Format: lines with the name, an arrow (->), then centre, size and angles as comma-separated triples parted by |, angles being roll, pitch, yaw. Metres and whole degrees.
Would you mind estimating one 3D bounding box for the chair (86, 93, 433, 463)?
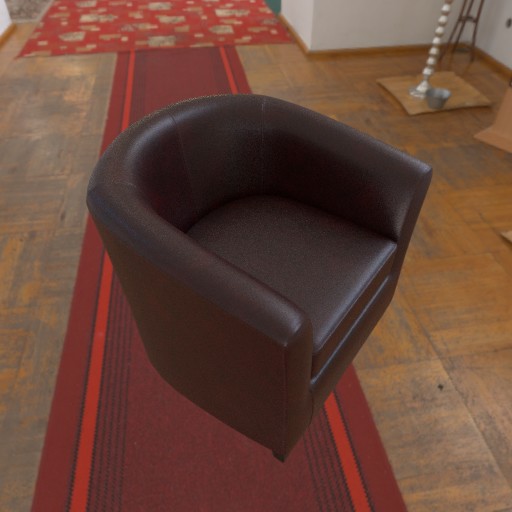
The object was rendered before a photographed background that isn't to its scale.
chair -> 0.000, 0.000, 1.349 | 0.727, 0.756, 0.792 | 25, 47, 26
